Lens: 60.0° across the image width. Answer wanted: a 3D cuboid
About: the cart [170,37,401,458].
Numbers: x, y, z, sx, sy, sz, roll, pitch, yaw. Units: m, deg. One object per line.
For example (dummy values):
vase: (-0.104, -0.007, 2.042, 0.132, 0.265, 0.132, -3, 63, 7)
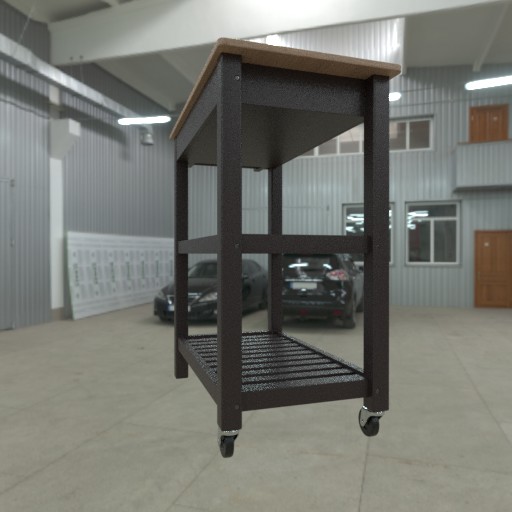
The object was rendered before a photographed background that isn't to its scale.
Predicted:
cart: (0.000, 0.000, 1.429, 0.457, 0.927, 0.899, 0, 0, -18)
